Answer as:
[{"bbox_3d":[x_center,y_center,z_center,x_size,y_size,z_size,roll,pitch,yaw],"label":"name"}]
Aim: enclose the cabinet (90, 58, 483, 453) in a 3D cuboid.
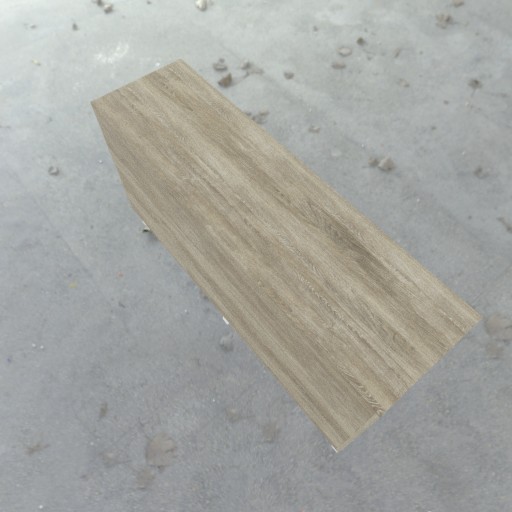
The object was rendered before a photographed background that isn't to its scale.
[{"bbox_3d":[0.000,0.000,1.947,0.450,0.870,1.600,-35,65,-19],"label":"cabinet"}]
